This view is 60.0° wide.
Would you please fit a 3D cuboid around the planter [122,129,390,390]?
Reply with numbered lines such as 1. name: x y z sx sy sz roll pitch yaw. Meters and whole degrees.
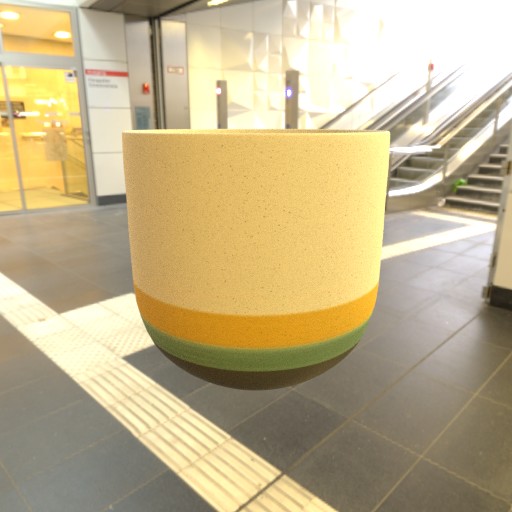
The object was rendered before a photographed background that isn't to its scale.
1. planter: 0.000 0.000 0.495 0.268 0.270 0.268 0 17 0
